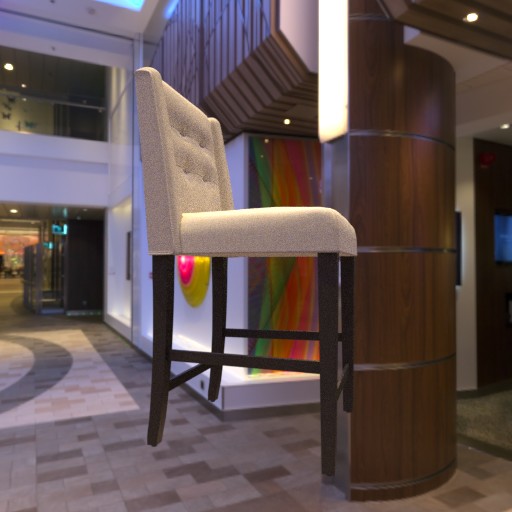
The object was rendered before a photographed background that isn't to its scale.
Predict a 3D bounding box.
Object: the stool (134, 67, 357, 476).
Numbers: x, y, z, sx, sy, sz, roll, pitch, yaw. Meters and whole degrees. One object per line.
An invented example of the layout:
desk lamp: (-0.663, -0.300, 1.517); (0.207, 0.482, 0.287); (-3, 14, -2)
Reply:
stool: (0.000, 0.000, 1.218); (0.509, 0.939, 0.474); (0, -1, 17)
